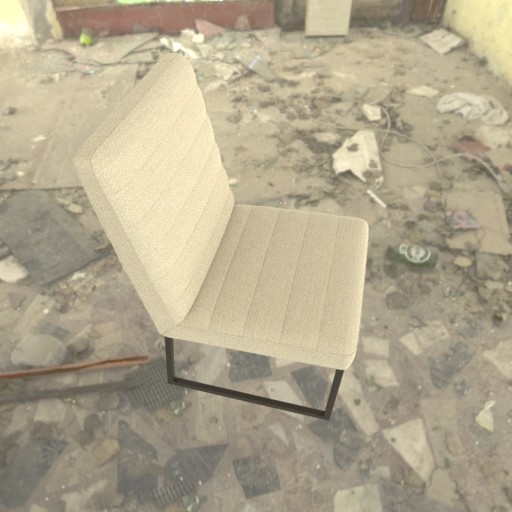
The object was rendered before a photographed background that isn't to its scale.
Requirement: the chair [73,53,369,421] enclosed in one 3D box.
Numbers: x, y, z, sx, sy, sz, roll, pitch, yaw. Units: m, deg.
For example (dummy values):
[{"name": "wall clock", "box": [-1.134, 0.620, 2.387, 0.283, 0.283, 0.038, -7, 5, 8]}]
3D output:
[{"name": "chair", "box": [0.000, 0.000, 1.291, 0.634, 0.930, 0.520, 10, 48, 9]}]
